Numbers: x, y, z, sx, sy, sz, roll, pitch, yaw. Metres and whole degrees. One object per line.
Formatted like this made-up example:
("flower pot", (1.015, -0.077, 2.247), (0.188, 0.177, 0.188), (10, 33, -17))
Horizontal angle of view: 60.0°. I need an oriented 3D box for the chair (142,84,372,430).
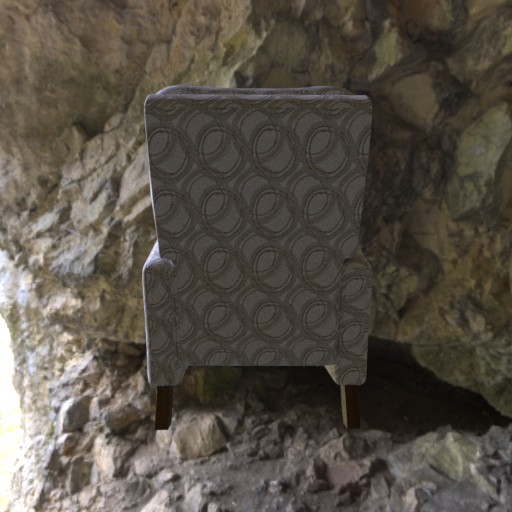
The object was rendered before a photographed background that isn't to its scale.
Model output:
("chair", (0.000, 0.000, 1.716), (0.796, 1.065, 0.995), (0, 0, -1))
